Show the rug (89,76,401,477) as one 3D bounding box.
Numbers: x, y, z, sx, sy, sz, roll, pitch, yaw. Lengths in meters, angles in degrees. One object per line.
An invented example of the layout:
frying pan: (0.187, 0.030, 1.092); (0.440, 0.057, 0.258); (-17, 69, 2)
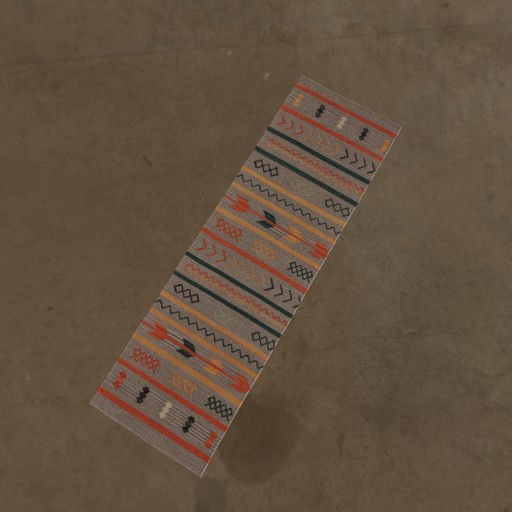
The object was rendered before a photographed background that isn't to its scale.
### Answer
rug: (0.000, 0.000, 2.660); (0.744, 0.022, 2.419); (30, 79, 7)
